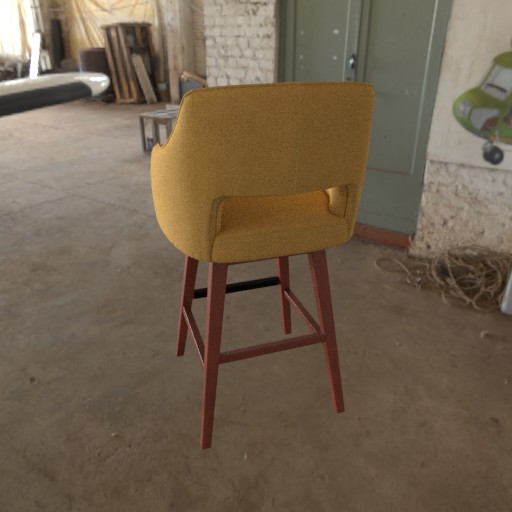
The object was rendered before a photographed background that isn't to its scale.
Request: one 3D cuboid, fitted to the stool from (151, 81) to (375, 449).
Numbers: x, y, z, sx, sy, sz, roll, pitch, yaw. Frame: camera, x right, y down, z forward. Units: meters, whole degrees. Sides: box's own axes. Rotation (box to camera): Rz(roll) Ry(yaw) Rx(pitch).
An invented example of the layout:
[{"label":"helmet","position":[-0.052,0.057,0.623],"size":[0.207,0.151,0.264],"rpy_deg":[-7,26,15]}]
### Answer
[{"label":"stool","position":[0.000,0.000,1.329],"size":[0.548,1.012,0.558],"rpy_deg":[-8,27,-17]}]
